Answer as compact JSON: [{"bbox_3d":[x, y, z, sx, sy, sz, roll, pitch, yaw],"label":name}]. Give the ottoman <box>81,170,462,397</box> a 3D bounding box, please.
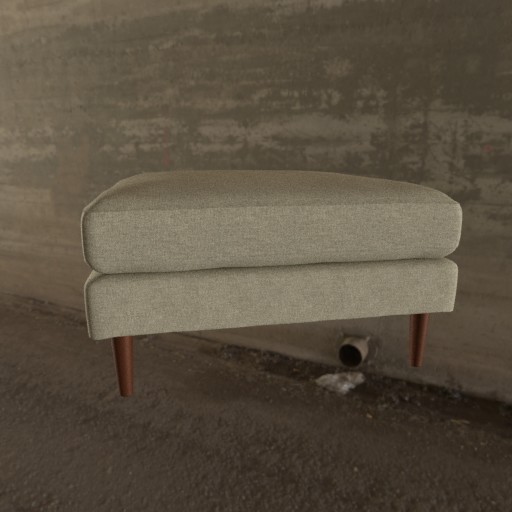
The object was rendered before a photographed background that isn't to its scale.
[{"bbox_3d":[0.000,0.000,1.261,0.821,0.474,0.693,-3,14,-11],"label":"ottoman"}]
